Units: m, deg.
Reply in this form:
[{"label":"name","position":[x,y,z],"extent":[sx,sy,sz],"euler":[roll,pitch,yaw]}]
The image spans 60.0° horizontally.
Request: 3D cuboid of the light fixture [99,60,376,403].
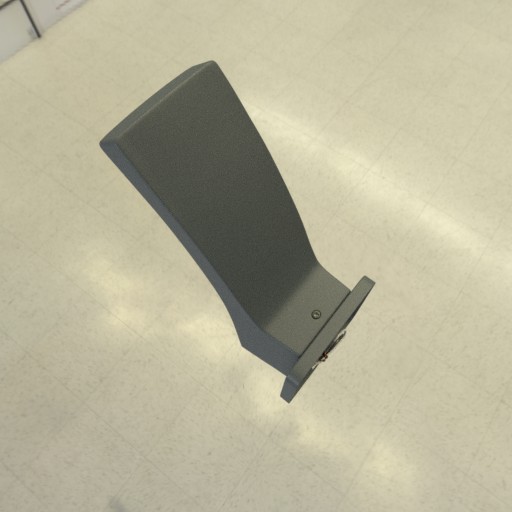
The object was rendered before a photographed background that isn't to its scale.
[{"label":"light fixture","position":[0.000,0.000,0.340],"extent":[0.174,0.243,0.108],"euler":[36,69,16]}]
